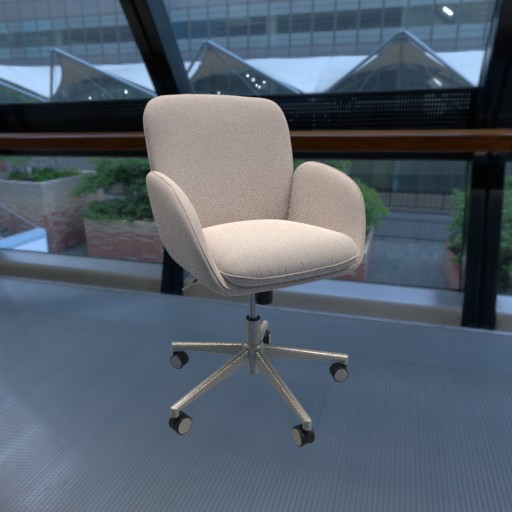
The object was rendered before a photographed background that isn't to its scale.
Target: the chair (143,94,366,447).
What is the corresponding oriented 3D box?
[{"bbox_3d":[0.000,0.000,1.365,0.648,0.959,0.633,-9,20,-26],"label":"chair"}]
